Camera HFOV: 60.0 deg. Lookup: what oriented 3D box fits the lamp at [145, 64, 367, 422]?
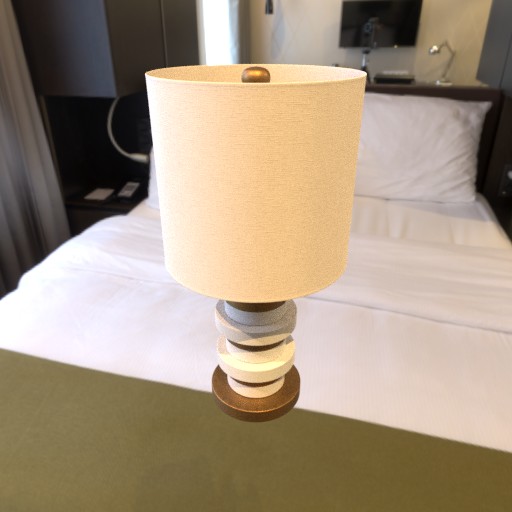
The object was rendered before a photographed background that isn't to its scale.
[{"bbox_3d":[0.000,0.000,0.520,0.210,0.410,0.210,-8,28,-15],"label":"lamp"}]
